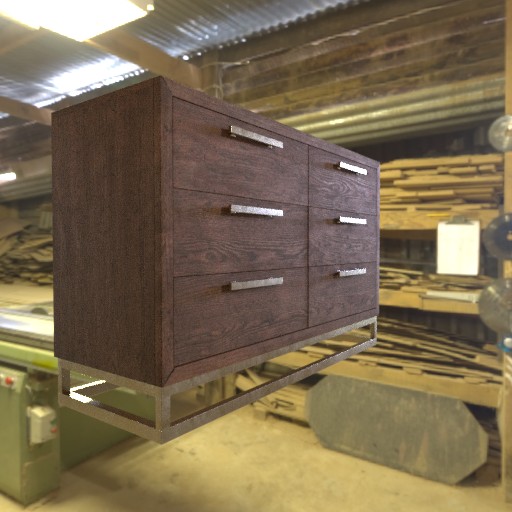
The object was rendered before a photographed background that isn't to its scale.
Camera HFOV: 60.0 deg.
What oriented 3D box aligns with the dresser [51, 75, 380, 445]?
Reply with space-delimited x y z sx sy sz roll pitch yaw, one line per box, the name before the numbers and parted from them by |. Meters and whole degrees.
dresser | 0.000 0.000 2.088 0.623 1.061 1.646 1 2 37
